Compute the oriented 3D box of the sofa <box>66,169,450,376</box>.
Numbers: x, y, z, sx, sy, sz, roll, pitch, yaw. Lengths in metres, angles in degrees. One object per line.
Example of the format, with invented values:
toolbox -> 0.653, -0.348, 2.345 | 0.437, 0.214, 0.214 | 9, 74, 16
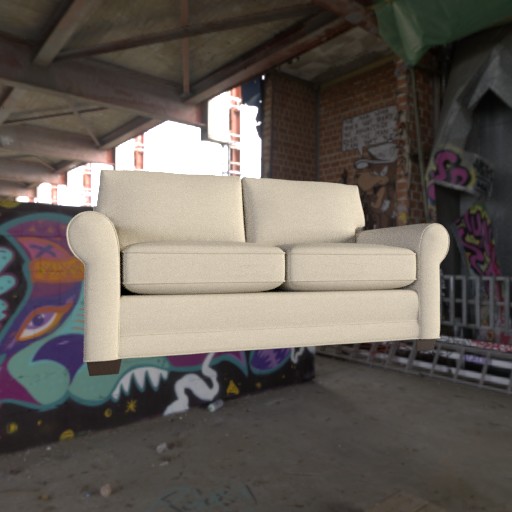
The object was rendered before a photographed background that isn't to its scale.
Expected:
sofa -> 0.000, 0.000, 2.312 | 1.774, 0.933, 0.861 | 0, -1, -19
